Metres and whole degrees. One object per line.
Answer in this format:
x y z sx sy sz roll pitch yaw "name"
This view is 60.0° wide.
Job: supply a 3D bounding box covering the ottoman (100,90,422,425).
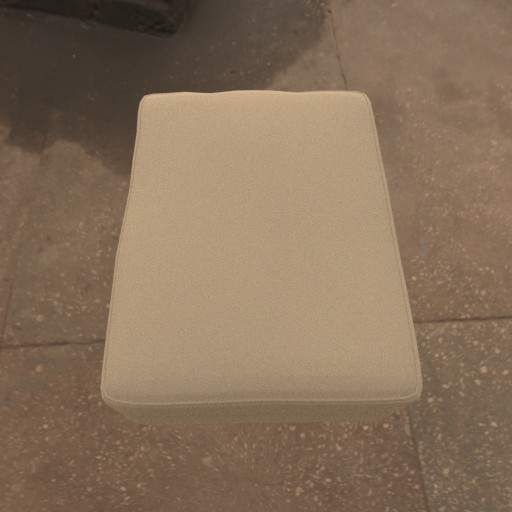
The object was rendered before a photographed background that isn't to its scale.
0.000 0.000 1.168 0.634 0.485 0.818 -1 63 0 "ottoman"
